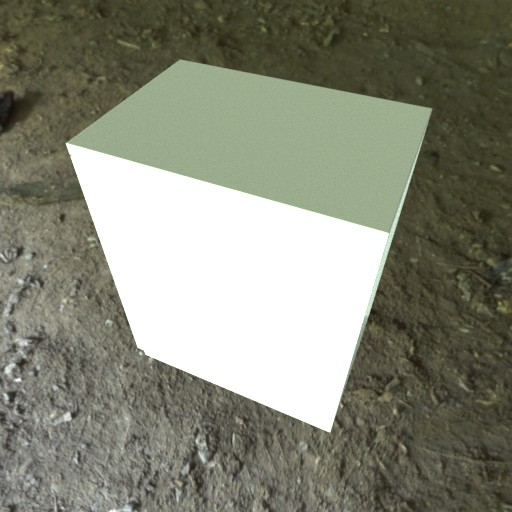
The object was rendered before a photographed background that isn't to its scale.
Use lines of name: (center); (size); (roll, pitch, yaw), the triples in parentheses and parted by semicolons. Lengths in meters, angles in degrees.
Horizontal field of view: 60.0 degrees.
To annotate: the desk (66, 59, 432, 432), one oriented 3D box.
desk: (0.000, 0.000, 1.114); (0.600, 0.730, 0.404); (18, 49, 16)
